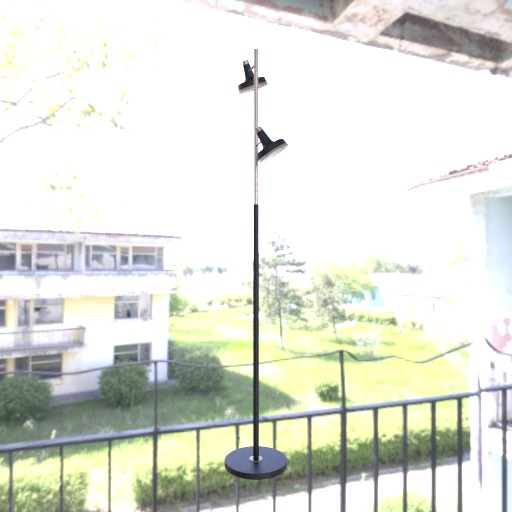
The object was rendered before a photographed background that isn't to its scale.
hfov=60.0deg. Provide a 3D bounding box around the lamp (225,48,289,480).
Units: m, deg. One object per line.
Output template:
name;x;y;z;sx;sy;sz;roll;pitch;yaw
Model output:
lamp;0.000;0.000;1.787;0.253;1.674;0.351;0;-1;-19
